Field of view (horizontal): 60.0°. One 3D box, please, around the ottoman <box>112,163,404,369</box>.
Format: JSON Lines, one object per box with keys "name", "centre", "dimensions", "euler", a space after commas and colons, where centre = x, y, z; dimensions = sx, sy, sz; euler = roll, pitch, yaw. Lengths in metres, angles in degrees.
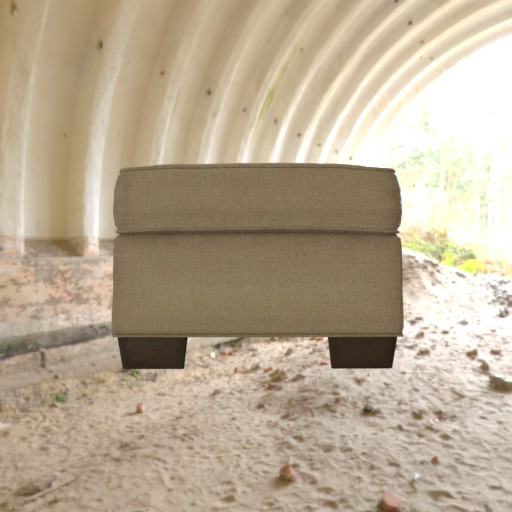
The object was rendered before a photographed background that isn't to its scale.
{"name": "ottoman", "centre": [0.000, 0.000, 1.457], "dimensions": [0.617, 0.461, 1.097], "euler": [0, 1, 0]}
